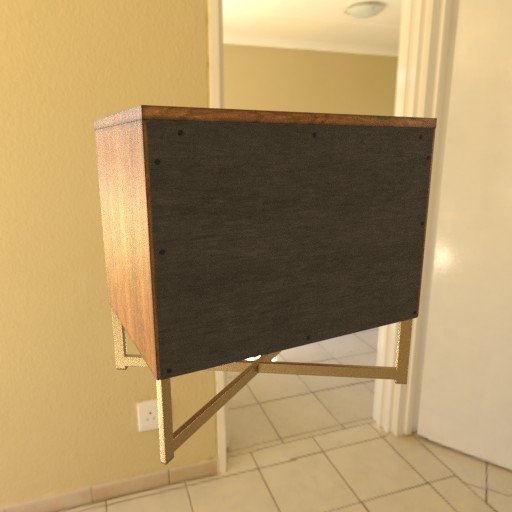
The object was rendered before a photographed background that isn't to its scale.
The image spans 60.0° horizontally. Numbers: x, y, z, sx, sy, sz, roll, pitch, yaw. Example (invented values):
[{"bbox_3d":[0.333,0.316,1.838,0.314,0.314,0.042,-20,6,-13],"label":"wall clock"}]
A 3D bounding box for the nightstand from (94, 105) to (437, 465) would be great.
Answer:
[{"bbox_3d":[0.000,0.000,1.036,0.610,0.610,0.446,-7,15,-27],"label":"nightstand"}]
